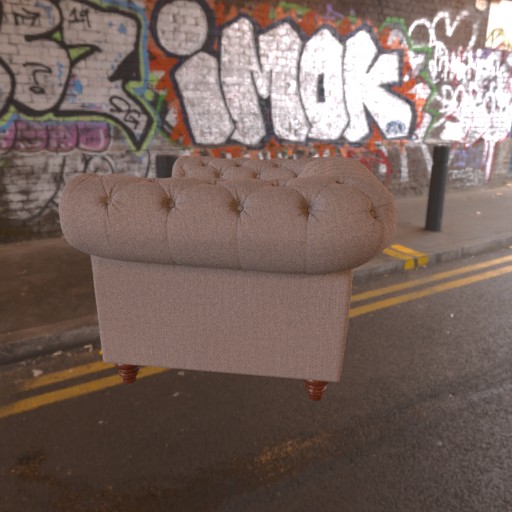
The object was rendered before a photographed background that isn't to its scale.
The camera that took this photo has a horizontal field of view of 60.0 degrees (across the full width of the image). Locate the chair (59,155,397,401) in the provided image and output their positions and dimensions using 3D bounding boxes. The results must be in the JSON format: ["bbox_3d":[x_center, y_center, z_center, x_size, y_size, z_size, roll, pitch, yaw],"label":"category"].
[{"bbox_3d":[0.000,0.000,1.859,0.976,0.770,1.270,3,16,9],"label":"chair"}]
